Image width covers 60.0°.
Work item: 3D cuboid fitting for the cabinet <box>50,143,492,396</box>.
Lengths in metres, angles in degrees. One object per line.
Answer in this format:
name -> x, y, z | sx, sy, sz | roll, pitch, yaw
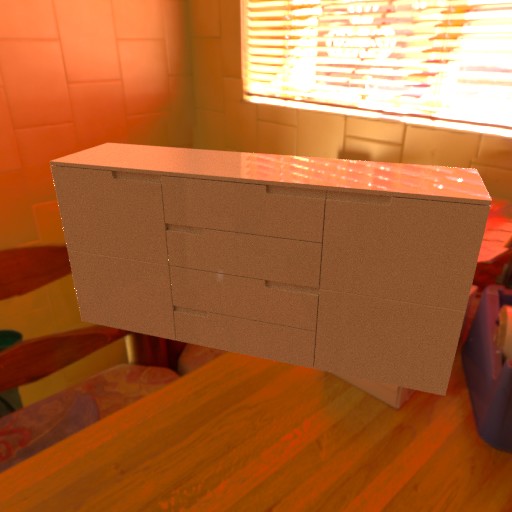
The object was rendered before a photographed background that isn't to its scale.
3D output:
cabinet -> 0.000, 0.000, 1.931 | 1.650, 0.800, 0.400 | 8, 27, 16
